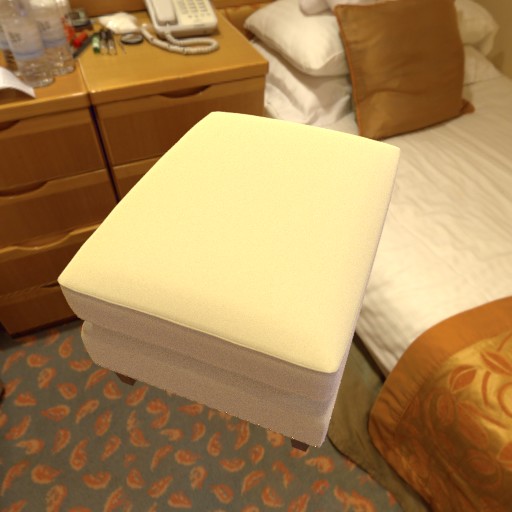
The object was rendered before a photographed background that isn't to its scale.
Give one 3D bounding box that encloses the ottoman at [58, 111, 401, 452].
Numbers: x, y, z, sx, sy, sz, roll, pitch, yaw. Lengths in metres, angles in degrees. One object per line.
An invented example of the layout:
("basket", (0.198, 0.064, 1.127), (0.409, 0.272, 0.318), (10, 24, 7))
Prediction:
("ottoman", (0.000, 0.000, 1.157), (0.584, 0.513, 0.741), (15, 48, 14))
